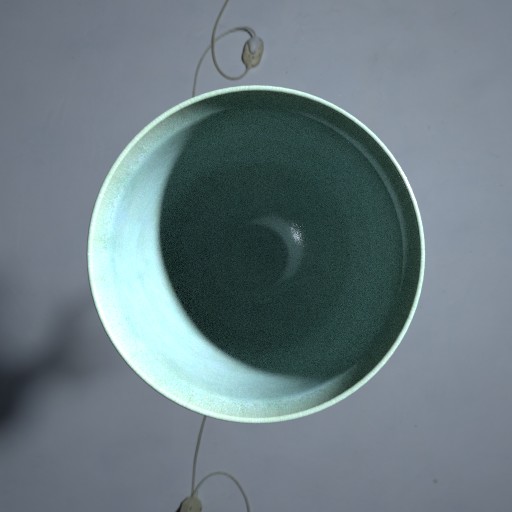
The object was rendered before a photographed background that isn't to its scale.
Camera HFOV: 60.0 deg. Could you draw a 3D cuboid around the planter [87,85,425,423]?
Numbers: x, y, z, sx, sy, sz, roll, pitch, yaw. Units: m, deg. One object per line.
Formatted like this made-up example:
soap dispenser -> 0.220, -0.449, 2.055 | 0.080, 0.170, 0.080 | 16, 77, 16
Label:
planter -> 0.000, 0.000, 0.365 | 0.198, 0.214, 0.198 | 0, 89, 0
